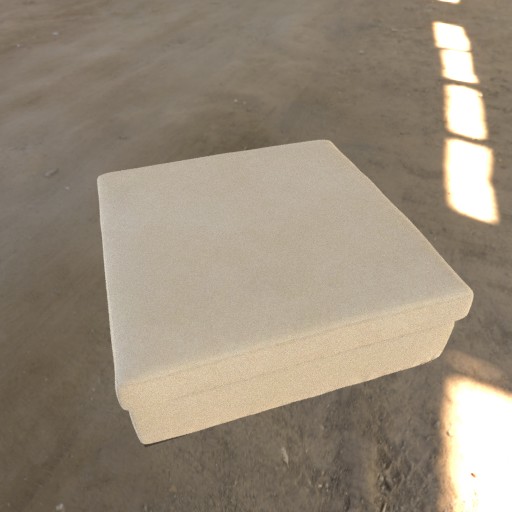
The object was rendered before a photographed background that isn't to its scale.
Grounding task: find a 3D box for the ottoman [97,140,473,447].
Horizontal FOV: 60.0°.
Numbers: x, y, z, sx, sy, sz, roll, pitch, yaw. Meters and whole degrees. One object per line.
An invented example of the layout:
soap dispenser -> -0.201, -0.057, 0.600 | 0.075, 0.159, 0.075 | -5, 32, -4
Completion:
ottoman -> 0.000, 0.000, 1.870 | 1.205, 0.522, 1.190 | -12, 43, -13
